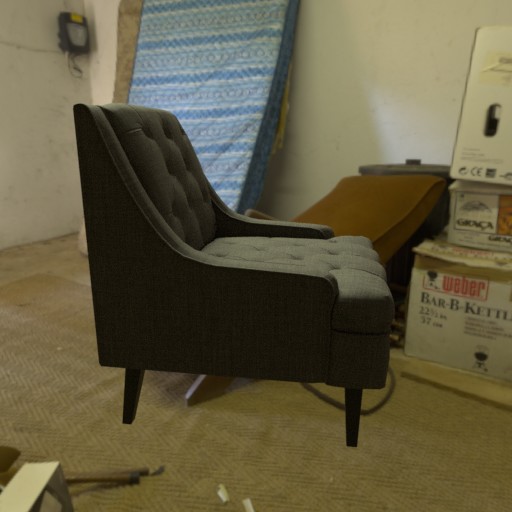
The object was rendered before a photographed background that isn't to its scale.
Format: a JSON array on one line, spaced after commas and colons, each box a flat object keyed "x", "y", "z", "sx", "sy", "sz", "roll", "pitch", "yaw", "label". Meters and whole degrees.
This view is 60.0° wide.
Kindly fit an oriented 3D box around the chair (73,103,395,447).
[{"x": 0.000, "y": 0.000, "z": 1.380, "sx": 0.771, "sy": 0.891, "sz": 0.655, "roll": 2, "pitch": 15, "yaw": 8, "label": "chair"}]
